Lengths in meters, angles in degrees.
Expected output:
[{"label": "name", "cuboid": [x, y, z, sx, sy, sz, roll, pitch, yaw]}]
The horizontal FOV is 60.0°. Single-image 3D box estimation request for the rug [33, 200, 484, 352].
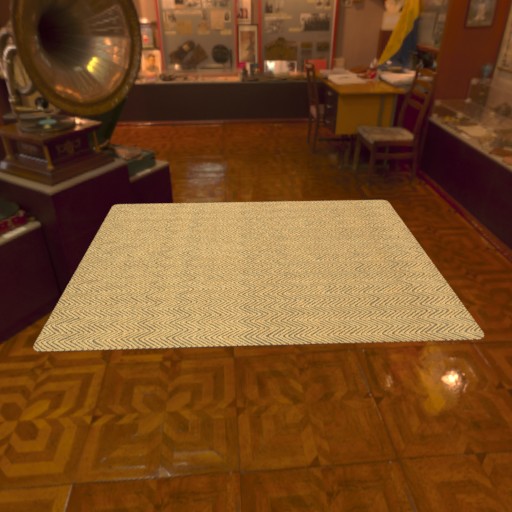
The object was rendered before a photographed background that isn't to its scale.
[{"label": "rug", "cuboid": [0.000, 0.000, 4.147, 3.207, 0.014, 2.439, -1, 31, -2]}]
